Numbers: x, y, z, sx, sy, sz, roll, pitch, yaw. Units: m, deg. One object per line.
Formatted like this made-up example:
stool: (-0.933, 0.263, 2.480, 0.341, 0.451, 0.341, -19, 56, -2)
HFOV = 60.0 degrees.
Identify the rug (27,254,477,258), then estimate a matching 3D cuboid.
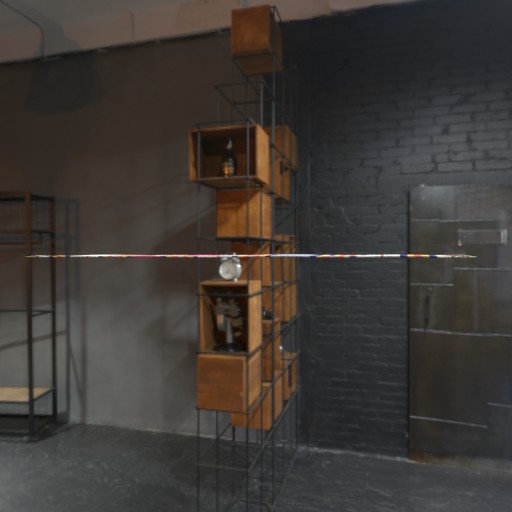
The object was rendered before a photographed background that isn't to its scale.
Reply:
rug: (0.000, 0.000, 2.226, 1.849, 0.013, 1.084, 0, 0, 18)
